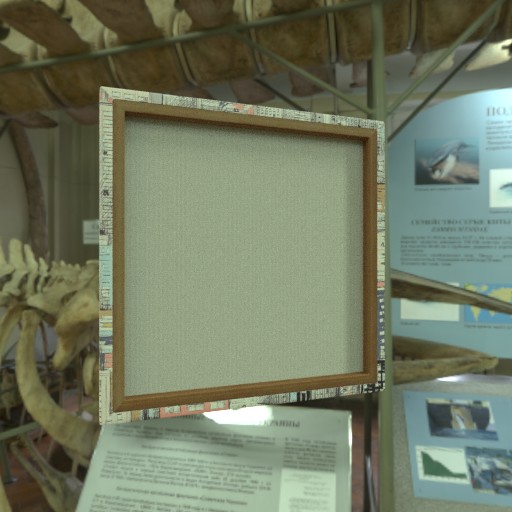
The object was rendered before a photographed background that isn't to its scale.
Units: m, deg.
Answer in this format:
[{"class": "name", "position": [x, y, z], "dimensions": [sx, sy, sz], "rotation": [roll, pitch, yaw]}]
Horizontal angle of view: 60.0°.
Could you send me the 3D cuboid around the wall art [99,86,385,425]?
[{"class": "wall art", "position": [0.000, 0.000, 1.143], "dimensions": [0.761, 0.762, 0.048], "rotation": [0, 0, -20]}]
